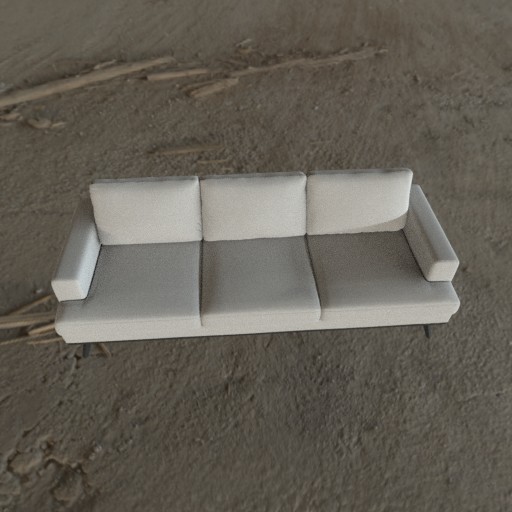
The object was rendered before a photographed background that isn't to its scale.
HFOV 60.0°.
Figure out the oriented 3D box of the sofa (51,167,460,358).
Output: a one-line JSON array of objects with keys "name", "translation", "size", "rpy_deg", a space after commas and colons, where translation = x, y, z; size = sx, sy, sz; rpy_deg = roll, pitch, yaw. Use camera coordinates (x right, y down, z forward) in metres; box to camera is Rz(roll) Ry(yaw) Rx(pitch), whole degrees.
[{"name": "sofa", "translation": [0.000, 0.000, 2.786], "size": [2.310, 0.810, 0.920], "rpy_deg": [-3, 46, -3]}]
